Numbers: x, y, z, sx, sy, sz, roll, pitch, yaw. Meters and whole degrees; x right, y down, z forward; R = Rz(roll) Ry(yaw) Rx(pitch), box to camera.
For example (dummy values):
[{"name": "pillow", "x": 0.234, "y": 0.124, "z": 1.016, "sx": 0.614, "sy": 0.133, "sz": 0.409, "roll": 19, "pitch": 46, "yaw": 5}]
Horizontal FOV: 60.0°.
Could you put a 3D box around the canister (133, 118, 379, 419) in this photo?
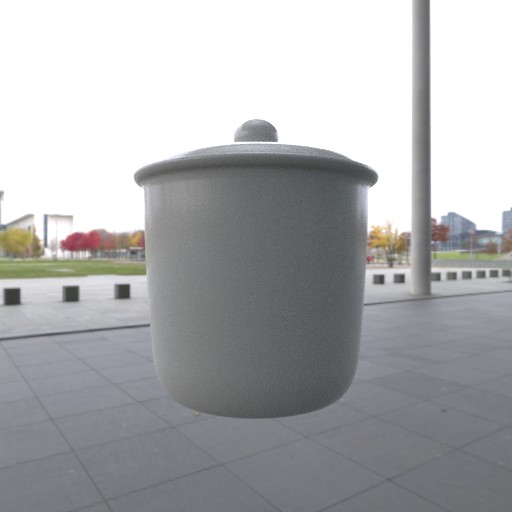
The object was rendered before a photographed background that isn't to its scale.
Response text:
[{"name": "canister", "x": 0.000, "y": 0.000, "z": 0.340, "sx": 0.182, "sy": 0.208, "sz": 0.182, "roll": 0, "pitch": 0, "yaw": 0}]
